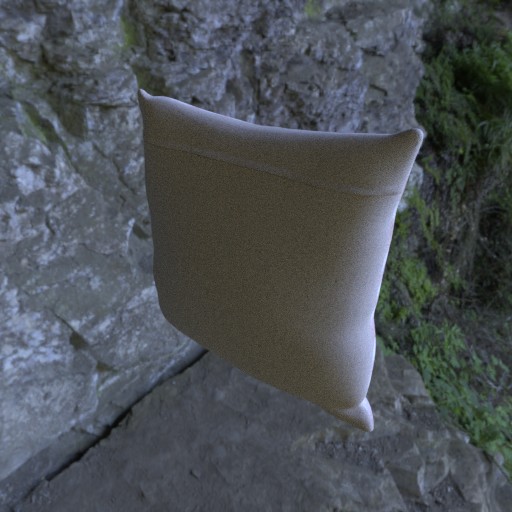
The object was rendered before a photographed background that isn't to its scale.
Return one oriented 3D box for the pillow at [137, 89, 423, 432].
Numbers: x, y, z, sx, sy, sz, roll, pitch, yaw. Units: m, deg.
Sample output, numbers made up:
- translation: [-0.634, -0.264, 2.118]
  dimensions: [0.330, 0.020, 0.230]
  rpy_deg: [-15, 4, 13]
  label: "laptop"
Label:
- translation: [0.000, 0.000, 0.659]
  dimensions: [0.440, 0.441, 0.182]
  rpy_deg: [21, 37, 31]
  label: "pillow"
